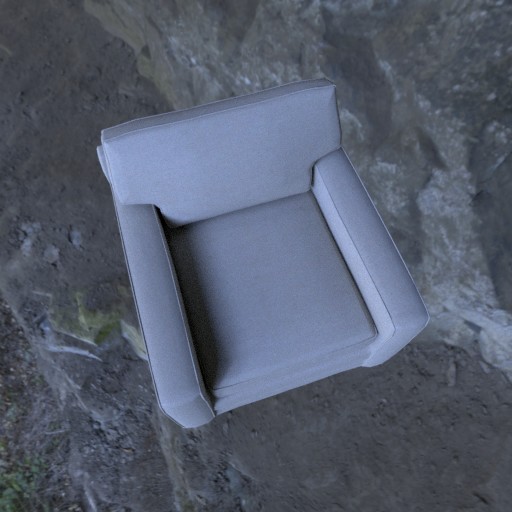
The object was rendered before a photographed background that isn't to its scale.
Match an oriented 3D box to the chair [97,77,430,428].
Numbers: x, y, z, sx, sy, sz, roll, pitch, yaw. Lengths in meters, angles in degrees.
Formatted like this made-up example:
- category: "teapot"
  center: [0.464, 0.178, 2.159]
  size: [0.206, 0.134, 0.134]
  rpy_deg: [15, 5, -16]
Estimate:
- category: "chair"
  center: [0.000, 0.000, 1.843]
  size: [0.998, 0.913, 1.043]
  rpy_deg: [-16, 64, -8]
